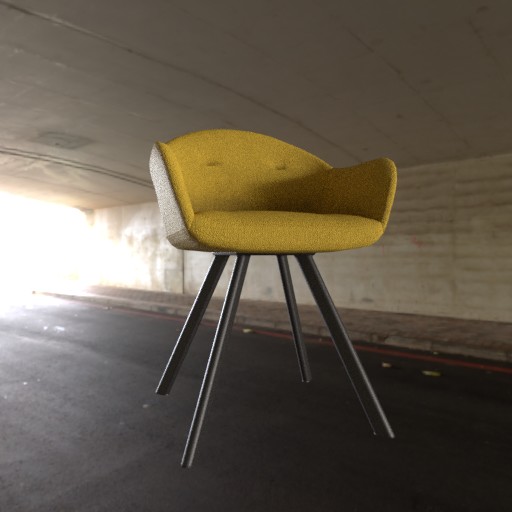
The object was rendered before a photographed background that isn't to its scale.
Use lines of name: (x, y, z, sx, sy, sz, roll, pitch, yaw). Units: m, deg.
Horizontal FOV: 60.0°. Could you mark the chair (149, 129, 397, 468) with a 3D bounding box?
chair: (0.000, 0.000, 1.148, 0.545, 0.775, 0.565, 0, 0, -17)
